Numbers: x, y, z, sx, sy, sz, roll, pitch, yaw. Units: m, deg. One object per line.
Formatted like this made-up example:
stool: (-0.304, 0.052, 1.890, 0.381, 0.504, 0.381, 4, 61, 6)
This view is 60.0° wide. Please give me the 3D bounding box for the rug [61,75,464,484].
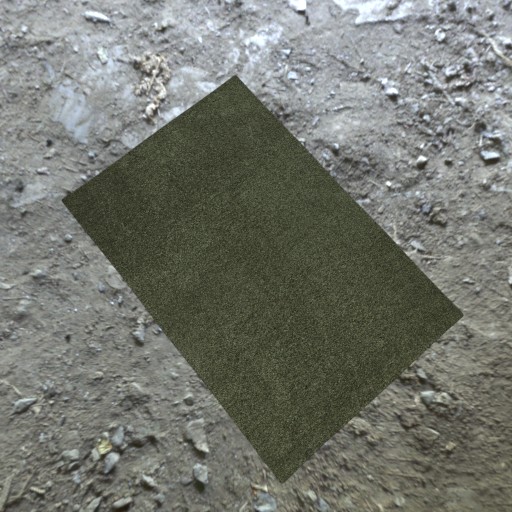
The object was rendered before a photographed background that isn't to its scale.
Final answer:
rug: (0.000, 0.000, 3.428, 1.802, 0.026, 2.699, -39, 79, -9)
